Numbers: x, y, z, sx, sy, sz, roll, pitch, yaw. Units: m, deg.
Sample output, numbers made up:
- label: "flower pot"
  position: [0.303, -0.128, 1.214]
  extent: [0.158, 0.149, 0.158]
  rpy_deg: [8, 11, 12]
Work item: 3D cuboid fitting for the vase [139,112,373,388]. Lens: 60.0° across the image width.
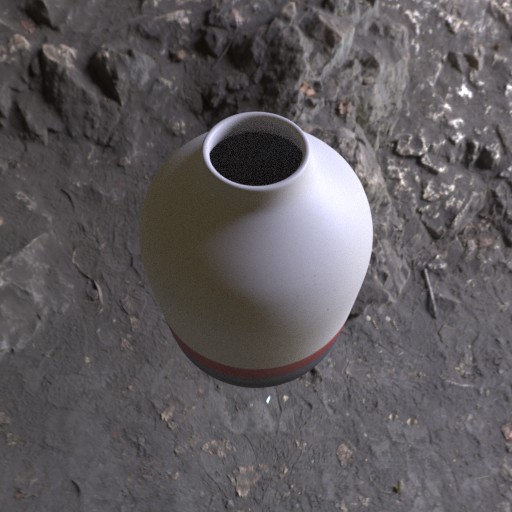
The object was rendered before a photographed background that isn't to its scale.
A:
- label: "vase"
  position: [0.000, 0.000, 0.356]
  extent: [0.169, 0.237, 0.169]
  rpy_deg: [0, 58, 0]
